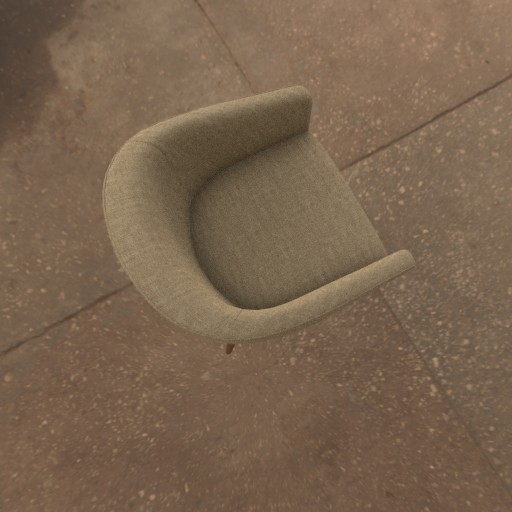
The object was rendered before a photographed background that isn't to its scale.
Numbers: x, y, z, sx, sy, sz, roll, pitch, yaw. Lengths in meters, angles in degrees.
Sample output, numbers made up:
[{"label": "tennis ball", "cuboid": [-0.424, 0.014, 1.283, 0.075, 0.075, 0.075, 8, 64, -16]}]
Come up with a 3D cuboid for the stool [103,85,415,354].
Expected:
[{"label": "stool", "cuboid": [0.000, 0.000, 1.398, 0.607, 1.078, 0.559, -27, 77, -7]}]
